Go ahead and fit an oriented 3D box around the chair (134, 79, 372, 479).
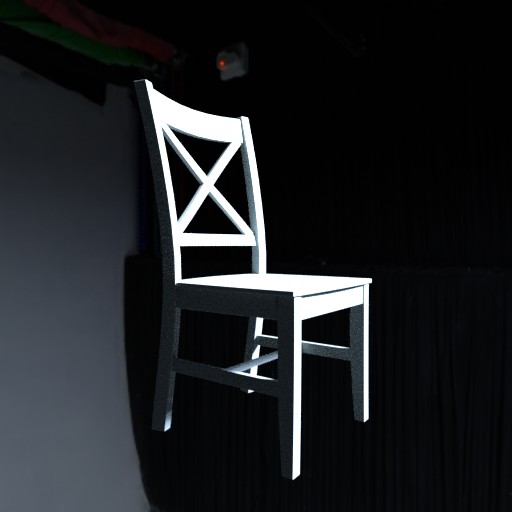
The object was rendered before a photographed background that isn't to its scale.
[{"bbox_3d":[0.000,0.000,1.304,0.542,0.983,0.485,1,2,36],"label":"chair"}]
